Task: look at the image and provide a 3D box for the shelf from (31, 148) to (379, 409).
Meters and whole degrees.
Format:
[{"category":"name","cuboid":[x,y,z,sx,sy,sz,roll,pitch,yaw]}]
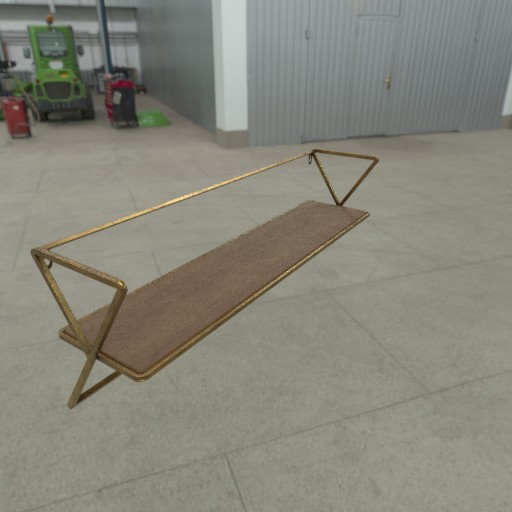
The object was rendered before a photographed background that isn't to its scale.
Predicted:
[{"category":"shelf","cuboid":[0.000,0.000,0.728,0.150,0.229,0.645,16,30,31]}]
